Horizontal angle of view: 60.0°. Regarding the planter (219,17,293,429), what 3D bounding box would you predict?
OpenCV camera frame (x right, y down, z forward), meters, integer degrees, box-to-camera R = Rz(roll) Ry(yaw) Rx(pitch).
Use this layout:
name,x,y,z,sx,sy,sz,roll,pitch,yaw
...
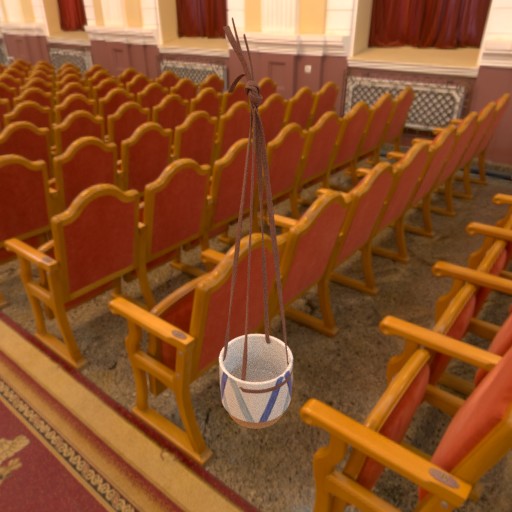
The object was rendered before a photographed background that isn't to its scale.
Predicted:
name,x,y,z,sx,sy,sz,roll,pitch,yaw
planter,0.000,0.000,0.795,0.157,0.753,0.153,22,35,34
